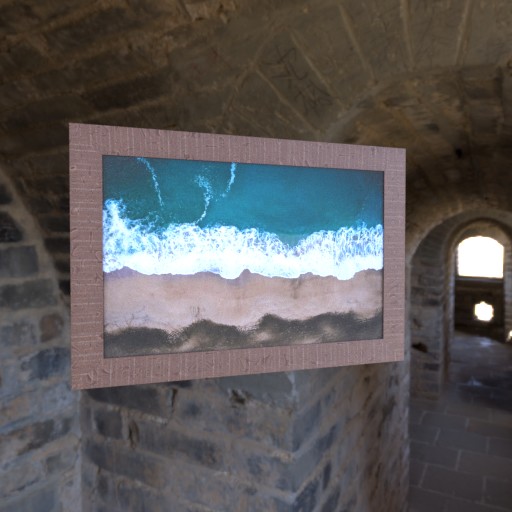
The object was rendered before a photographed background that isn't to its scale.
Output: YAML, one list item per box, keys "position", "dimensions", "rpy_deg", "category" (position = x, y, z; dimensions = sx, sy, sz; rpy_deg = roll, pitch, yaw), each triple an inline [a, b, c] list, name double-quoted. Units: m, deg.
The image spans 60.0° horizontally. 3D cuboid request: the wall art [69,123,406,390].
- position: [0.000, 0.000, 1.183]
  dimensions: [0.917, 0.626, 0.019]
  rpy_deg: [0, 1, -17]
  category: "wall art"
